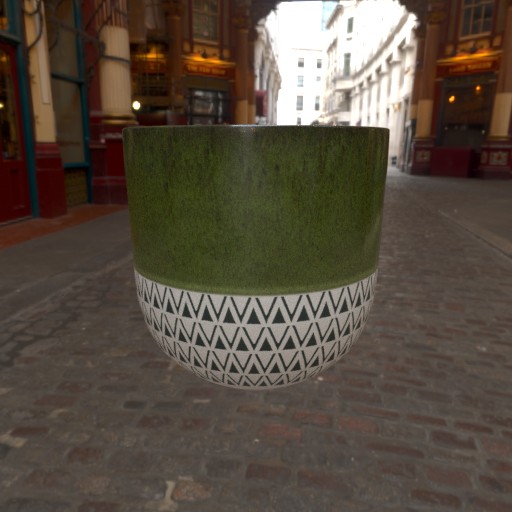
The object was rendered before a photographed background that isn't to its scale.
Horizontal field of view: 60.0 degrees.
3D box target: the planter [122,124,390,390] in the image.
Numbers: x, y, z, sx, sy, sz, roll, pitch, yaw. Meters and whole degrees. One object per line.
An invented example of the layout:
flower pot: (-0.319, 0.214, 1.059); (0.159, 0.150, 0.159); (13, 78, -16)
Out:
planter: (0.000, 0.000, 0.491); (0.266, 0.270, 0.266); (0, 14, 0)
